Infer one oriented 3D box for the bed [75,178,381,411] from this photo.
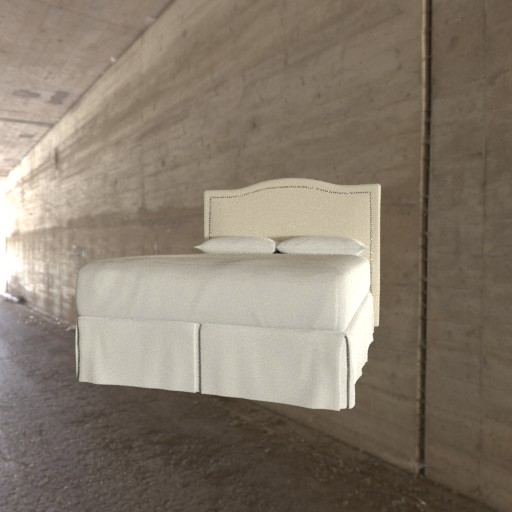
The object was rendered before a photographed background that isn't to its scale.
[{"bbox_3d":[0.000,0.000,3.381,1.753,1.460,2.143,1,2,18],"label":"bed"}]
